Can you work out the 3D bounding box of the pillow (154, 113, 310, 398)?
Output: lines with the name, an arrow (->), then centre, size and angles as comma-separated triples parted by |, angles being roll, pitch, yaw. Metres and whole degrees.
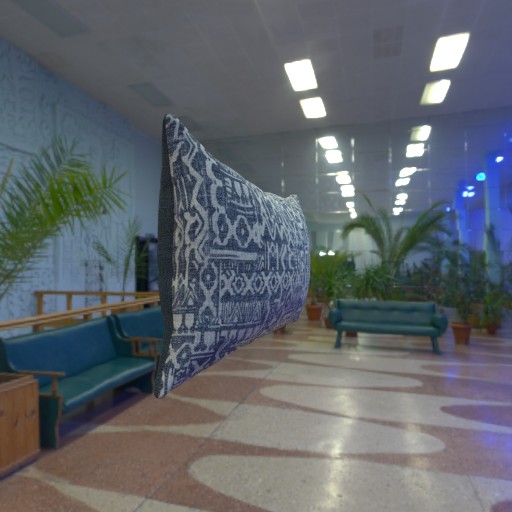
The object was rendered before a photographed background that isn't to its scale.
pillow -> 0.000, 0.000, 0.737 | 0.148, 0.292, 0.631 | 0, -1, 18
